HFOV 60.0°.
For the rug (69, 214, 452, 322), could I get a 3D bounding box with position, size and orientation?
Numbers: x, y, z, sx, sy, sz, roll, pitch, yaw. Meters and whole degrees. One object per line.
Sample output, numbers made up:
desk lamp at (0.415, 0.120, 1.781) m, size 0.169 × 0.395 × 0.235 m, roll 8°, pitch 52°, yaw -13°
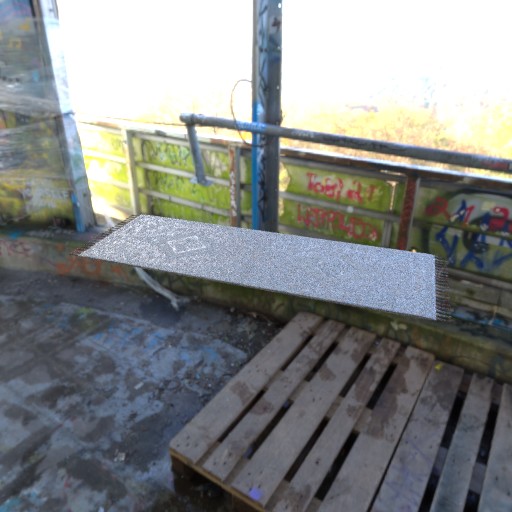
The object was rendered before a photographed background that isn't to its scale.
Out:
rug at (0.000, 0.000, 2.797) m, size 2.378 × 0.018 × 1.324 m, roll 18°, pitch 32°, yaw 31°
